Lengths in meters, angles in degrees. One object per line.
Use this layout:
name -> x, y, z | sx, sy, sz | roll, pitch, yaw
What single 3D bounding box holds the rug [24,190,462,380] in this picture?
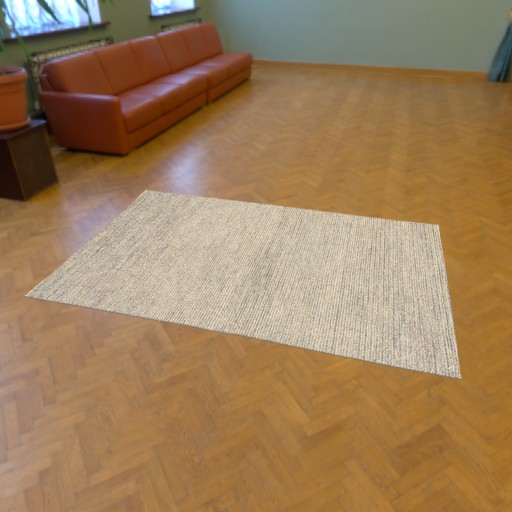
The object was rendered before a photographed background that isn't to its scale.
rug -> 0.000, 0.000, 2.205 | 1.804, 0.022, 1.162 | 8, 33, 13
